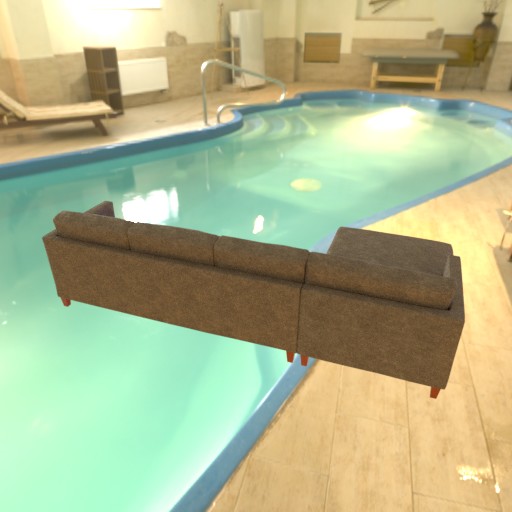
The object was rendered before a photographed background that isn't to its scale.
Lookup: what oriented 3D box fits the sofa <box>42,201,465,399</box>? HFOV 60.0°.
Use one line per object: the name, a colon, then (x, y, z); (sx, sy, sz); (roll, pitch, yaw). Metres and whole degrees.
sofa: (0.000, 0.000, 4.139); (3.471, 0.954, 1.606); (10, 31, 17)
